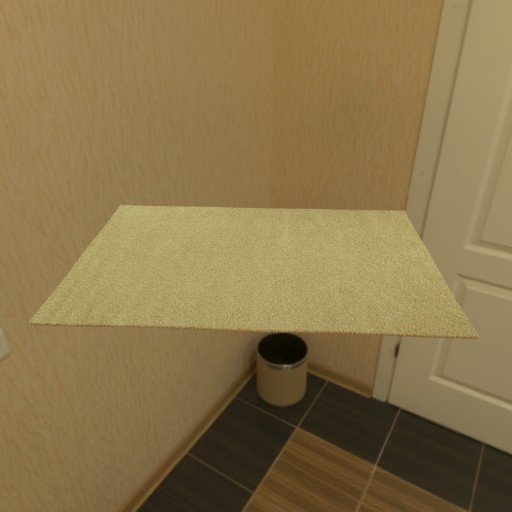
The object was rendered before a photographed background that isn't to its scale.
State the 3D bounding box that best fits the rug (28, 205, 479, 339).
[{"bbox_3d":[0.000,0.000,3.430,2.699,0.025,1.800,1,30,2],"label":"rug"}]
